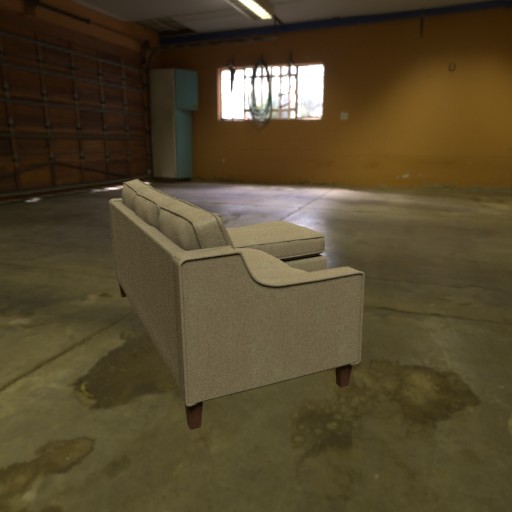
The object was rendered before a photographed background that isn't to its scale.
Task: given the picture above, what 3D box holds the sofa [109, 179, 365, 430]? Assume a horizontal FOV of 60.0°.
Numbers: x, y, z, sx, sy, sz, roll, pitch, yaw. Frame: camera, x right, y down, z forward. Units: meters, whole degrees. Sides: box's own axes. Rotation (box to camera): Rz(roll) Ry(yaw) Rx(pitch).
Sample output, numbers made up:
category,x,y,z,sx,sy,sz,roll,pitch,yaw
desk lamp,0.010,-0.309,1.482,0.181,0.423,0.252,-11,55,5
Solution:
category,x,y,z,sx,sy,sz,roll,pitch,yaw
sofa,0.000,0.000,3.412,1.858,1.081,2.317,-7,16,-25
